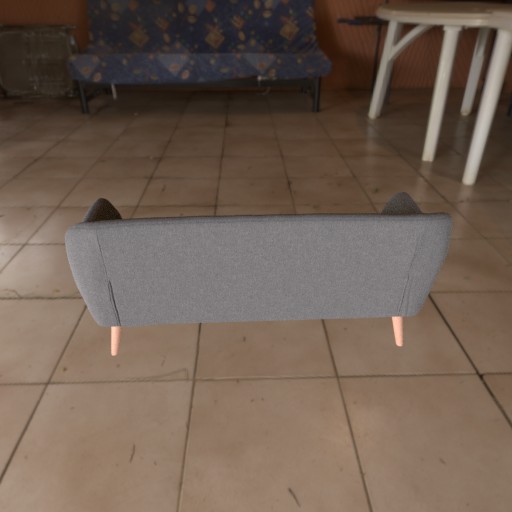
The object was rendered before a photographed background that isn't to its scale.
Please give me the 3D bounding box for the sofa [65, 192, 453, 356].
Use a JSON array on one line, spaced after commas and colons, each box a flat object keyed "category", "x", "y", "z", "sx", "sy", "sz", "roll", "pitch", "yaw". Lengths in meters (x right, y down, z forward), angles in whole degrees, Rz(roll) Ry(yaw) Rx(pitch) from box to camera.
[{"category": "sofa", "x": 0.000, "y": 0.000, "z": 2.353, "sx": 1.840, "sy": 0.820, "sz": 0.820, "roll": -1, "pitch": 30, "yaw": -2}]
